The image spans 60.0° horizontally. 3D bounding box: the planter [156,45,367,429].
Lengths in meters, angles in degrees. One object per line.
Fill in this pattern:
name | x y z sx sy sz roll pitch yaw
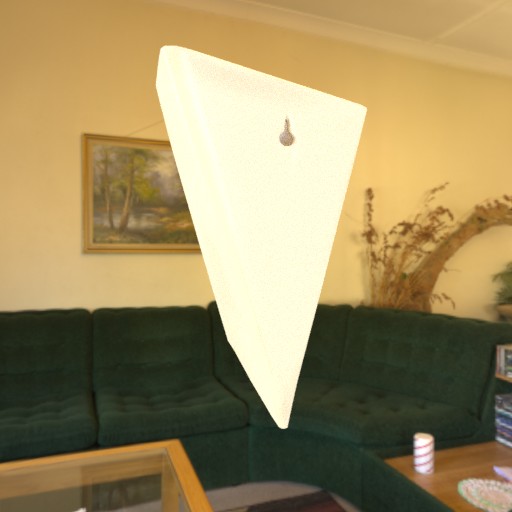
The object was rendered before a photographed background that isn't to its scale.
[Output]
planter | 0.000 0.000 0.273 0.150 0.197 0.060 0 0 -38
